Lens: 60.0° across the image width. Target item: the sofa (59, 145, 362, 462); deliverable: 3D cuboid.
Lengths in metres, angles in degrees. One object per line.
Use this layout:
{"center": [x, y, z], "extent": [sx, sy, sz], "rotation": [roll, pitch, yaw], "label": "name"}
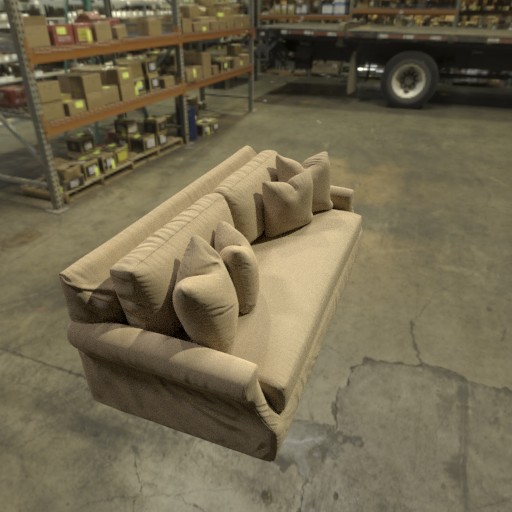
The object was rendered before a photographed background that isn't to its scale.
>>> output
{"center": [0.000, 0.000, 2.835], "extent": [1.067, 0.904, 2.285], "rotation": [11, 32, 19], "label": "sofa"}
